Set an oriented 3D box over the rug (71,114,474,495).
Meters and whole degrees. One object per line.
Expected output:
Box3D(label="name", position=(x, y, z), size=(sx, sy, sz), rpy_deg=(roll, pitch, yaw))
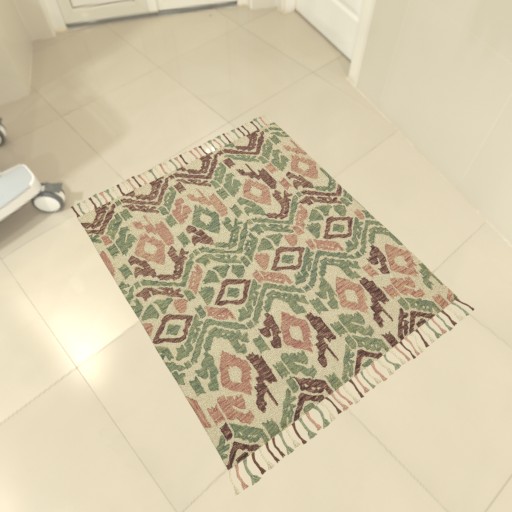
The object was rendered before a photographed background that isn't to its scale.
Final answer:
Box3D(label="rug", position=(0.000, 0.000, 4.059), size=(2.438, 0.010, 3.048), rpy_deg=(-31, 63, -18))
